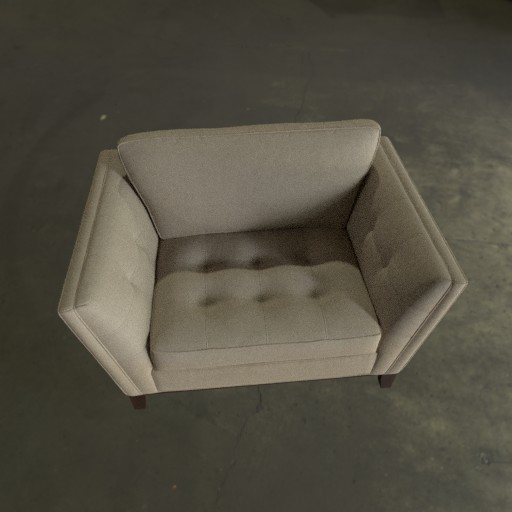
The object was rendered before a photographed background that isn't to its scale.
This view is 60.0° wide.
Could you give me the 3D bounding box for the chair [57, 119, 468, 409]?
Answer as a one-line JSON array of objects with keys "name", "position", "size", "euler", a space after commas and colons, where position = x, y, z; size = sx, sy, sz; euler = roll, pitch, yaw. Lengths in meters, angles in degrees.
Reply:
[{"name": "chair", "position": [0.000, 0.000, 2.027], "size": [1.397, 0.940, 0.965], "euler": [-4, 47, -4]}]
